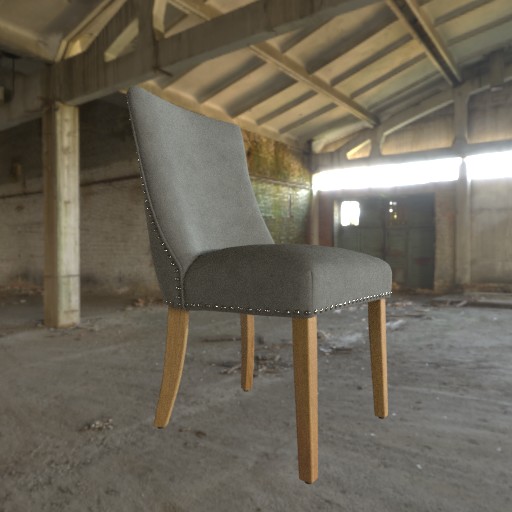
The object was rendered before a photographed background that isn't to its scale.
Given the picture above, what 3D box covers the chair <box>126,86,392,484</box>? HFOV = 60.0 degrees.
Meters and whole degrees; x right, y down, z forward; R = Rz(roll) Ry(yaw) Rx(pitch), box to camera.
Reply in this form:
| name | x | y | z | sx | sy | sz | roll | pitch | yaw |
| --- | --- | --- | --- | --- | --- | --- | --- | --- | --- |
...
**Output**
| name | x | y | z | sx | sy | sz | roll | pitch | yaw |
| --- | --- | --- | --- | --- | --- | --- | --- | --- | --- |
| chair | 0.000 | 0.000 | 1.216 | 0.610 | 0.902 | 0.495 | 0 | 1 | 35 |
